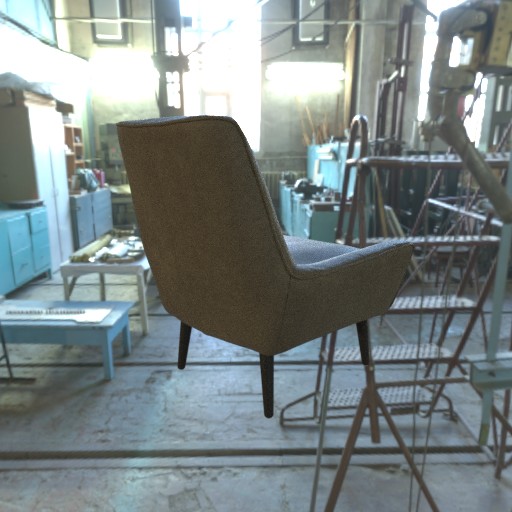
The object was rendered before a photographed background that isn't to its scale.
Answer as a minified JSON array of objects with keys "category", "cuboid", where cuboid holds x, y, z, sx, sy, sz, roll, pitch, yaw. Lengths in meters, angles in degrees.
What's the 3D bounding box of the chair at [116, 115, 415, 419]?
[{"category":"chair","cuboid":[0.000,0.000,1.533,0.787,0.888,0.824,13,19,42]}]
